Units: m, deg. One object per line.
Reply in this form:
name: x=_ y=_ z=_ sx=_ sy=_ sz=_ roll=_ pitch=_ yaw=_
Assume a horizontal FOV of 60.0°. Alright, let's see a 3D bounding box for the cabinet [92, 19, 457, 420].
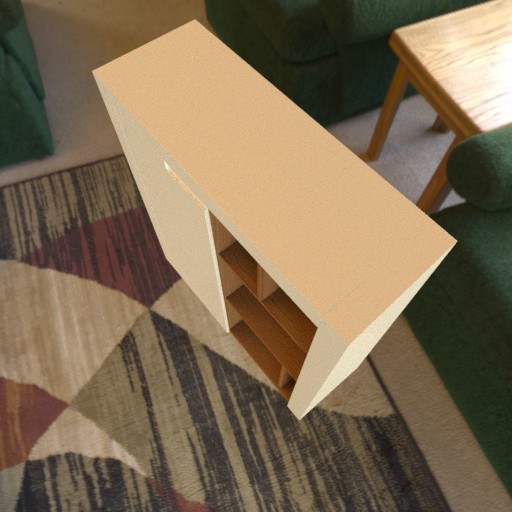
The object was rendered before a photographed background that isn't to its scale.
cabinet: x=0.000 y=0.000 z=1.597 sx=0.348 sy=1.150 sz=0.990 roll=-36 pitch=68 yaw=-17
